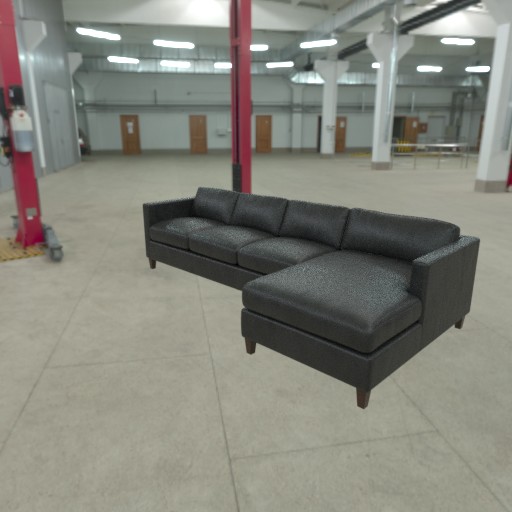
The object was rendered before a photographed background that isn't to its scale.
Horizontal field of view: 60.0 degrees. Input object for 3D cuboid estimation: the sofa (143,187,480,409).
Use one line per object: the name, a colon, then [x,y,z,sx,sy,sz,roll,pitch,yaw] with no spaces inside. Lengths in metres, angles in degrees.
sofa: [0.000,0.000,3.946,3.203,0.883,1.581,15,22,42]
